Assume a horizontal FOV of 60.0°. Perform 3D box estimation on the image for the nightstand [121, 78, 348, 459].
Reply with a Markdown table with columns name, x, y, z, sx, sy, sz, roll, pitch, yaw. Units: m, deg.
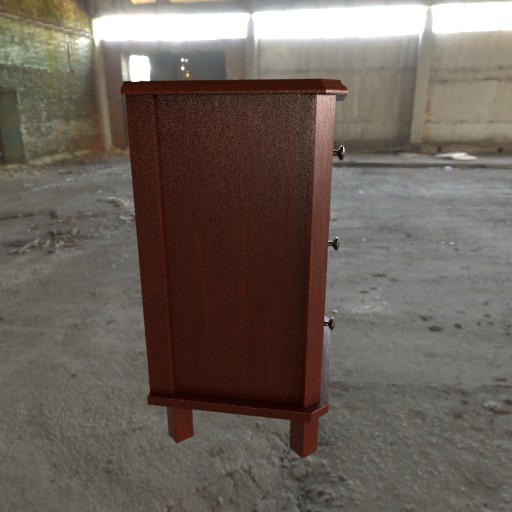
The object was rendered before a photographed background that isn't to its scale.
| name | x | y | z | sx | sy | sz | roll | pitch | yaw |
| --- | --- | --- | --- | --- | --- | --- | --- | --- | --- |
| nightstand | 0.000 | 0.000 | 0.957 | 0.351 | 0.681 | 0.435 | 3 | 18 | 9 |
